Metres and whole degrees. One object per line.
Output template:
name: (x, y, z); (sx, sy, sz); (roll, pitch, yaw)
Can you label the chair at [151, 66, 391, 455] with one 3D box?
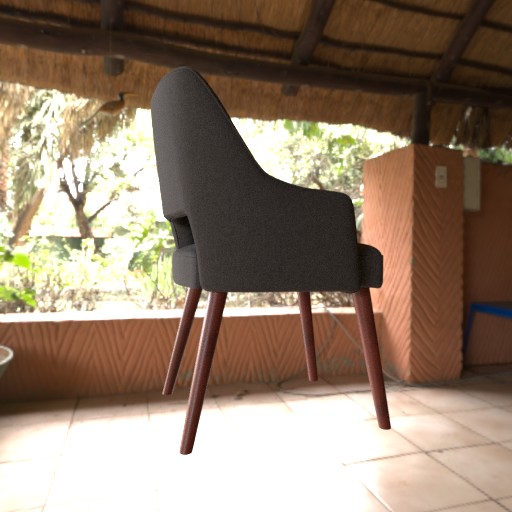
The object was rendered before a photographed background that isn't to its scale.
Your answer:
chair: (0.000, 0.000, 1.209); (0.560, 0.838, 0.559); (0, 0, -17)
